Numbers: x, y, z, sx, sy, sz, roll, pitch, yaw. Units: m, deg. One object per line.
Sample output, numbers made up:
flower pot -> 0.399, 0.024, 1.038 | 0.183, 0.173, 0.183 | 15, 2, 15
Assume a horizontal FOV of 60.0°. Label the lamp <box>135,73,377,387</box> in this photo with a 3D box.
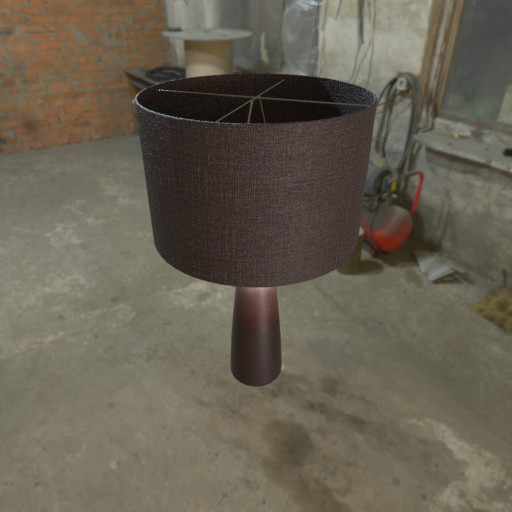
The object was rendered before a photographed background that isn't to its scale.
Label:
lamp -> 0.000, 0.000, 0.694 | 0.303, 0.488, 0.303 | 0, 31, 0
